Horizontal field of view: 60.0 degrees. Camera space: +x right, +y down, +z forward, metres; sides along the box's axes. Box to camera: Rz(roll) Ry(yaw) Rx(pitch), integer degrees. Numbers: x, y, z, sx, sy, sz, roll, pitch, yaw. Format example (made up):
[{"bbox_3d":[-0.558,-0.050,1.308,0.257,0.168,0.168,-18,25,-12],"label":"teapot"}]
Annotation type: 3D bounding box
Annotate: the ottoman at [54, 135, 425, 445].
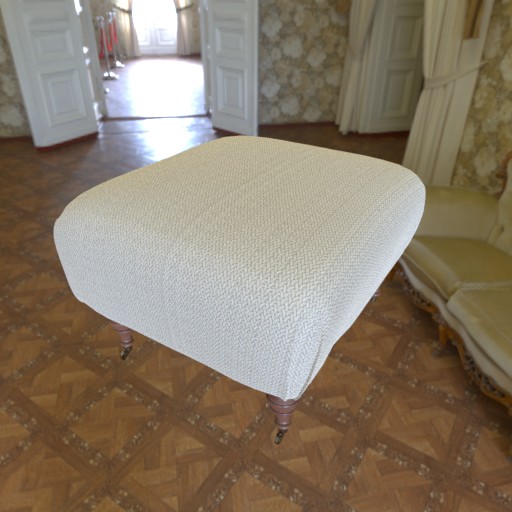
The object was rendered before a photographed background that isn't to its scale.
[{"bbox_3d":[0.000,0.000,1.068,0.622,0.447,0.684,18,35,27],"label":"ottoman"}]
